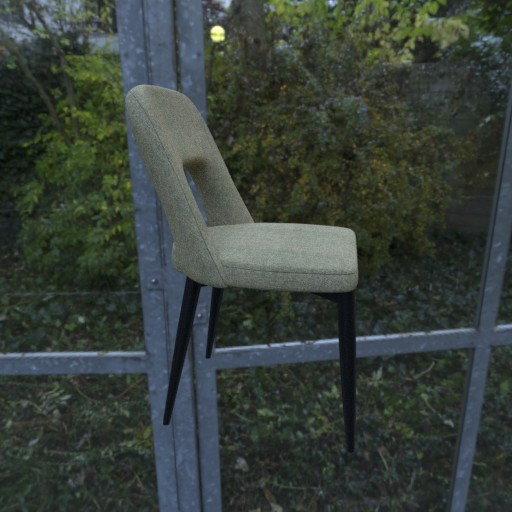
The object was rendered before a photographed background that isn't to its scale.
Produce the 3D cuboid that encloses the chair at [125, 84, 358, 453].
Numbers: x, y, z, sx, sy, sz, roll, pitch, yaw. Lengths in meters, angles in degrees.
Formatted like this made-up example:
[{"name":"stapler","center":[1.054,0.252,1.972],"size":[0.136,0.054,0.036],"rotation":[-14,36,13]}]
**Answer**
[{"name":"chair","center":[0.000,0.000,1.287],"size":[0.612,0.931,0.470],"rotation":[3,17,11]}]
